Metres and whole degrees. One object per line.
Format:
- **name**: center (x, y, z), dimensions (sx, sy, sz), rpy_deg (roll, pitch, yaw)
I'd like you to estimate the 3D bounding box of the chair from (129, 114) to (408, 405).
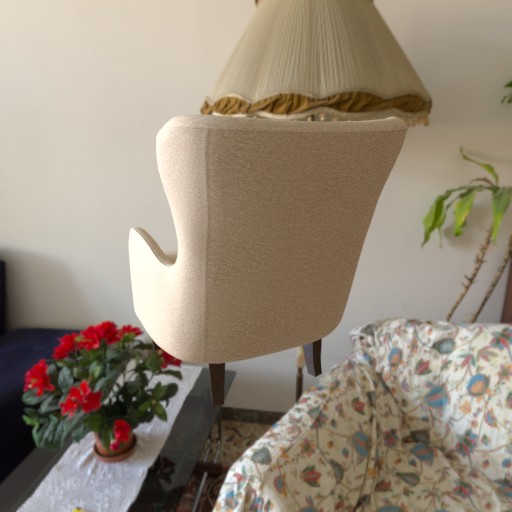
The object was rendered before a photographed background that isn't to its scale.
- **chair**: center (0.000, 0.000, 1.786), dimensions (0.861, 1.064, 0.984), rpy_deg (-8, 18, -26)
